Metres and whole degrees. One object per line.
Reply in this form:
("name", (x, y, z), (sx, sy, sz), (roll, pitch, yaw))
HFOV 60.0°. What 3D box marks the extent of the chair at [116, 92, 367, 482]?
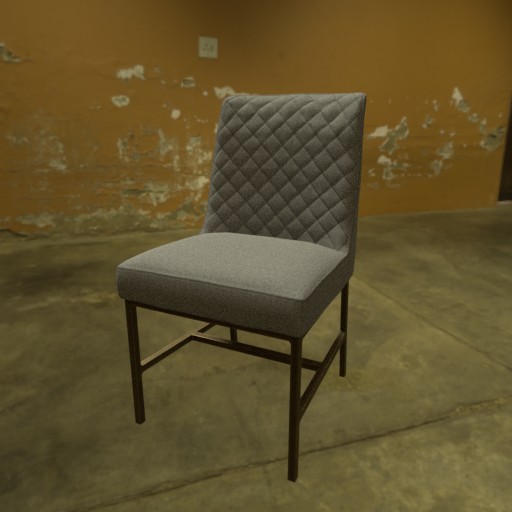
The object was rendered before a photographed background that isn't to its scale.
("chair", (0.000, 0.000, 1.238), (0.508, 0.889, 0.587), (8, 18, 26))
